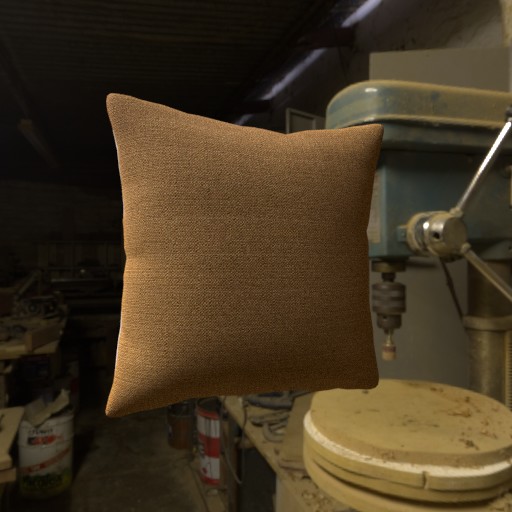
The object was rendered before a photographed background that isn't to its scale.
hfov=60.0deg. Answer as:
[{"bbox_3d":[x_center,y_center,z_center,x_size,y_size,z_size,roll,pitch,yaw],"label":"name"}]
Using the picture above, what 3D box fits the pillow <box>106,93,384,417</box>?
[{"bbox_3d":[0.000,0.000,0.668,0.432,0.437,0.147,0,1,-19],"label":"pillow"}]
